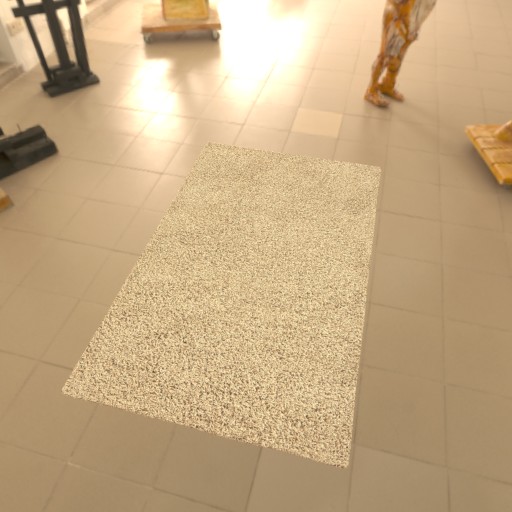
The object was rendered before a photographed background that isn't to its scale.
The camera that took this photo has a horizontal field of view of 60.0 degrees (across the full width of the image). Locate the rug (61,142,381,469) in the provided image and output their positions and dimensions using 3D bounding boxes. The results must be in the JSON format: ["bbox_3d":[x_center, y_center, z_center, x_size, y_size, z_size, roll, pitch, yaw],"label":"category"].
[{"bbox_3d":[0.000,0.000,3.022,1.524,0.030,2.438,11,49,10],"label":"rug"}]
